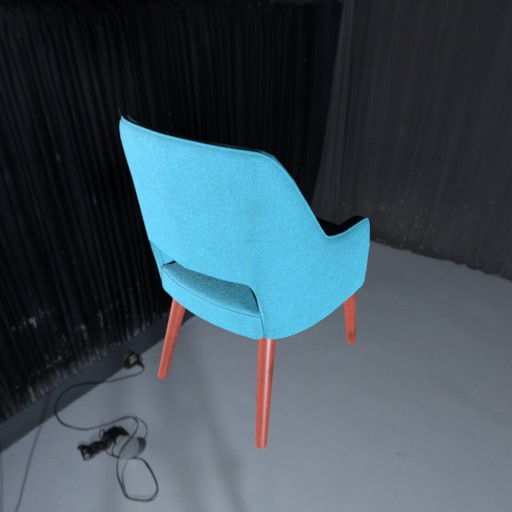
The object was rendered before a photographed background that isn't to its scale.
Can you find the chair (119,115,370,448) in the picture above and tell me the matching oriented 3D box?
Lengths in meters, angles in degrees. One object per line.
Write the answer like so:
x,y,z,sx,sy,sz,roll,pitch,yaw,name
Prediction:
0.000,0.000,1.271,0.548,0.849,0.605,23,39,31,chair
